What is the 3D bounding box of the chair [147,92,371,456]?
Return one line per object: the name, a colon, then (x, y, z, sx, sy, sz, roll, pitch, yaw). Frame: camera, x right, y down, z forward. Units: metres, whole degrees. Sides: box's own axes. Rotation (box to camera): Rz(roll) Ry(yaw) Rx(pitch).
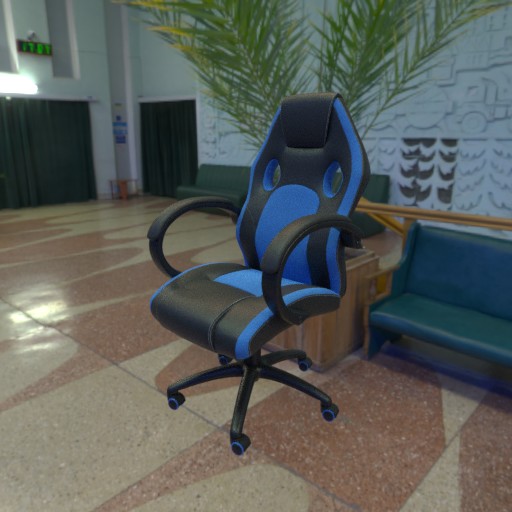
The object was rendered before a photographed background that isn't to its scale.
chair: (0.000, 0.000, 1.658, 0.673, 1.187, 0.724, 14, 21, 42)
